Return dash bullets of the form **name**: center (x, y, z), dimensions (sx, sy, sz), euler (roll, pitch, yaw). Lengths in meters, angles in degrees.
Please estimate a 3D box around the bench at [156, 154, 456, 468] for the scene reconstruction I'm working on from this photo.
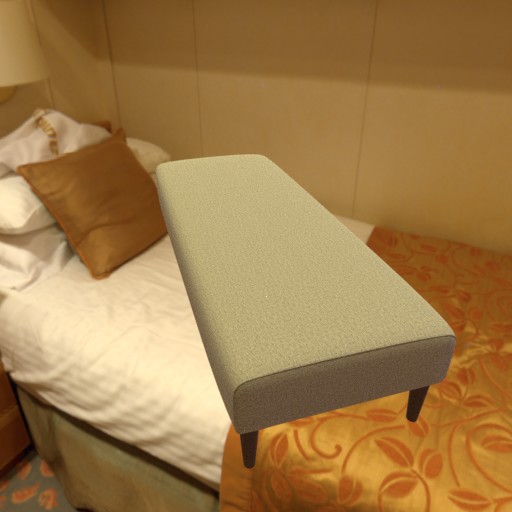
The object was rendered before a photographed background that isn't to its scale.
- **bench**: center (0.000, 0.000, 1.787), dimensions (0.631, 0.383, 1.598), euler (-9, 31, -15)
